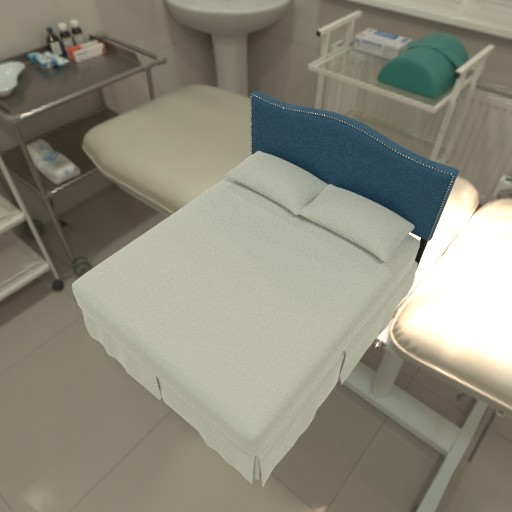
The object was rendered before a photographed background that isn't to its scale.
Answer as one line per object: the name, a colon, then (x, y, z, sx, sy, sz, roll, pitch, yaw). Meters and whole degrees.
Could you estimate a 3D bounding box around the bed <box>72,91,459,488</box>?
bed: (0.000, 0.000, 2.840, 1.610, 1.169, 1.872, 31, 54, 26)
